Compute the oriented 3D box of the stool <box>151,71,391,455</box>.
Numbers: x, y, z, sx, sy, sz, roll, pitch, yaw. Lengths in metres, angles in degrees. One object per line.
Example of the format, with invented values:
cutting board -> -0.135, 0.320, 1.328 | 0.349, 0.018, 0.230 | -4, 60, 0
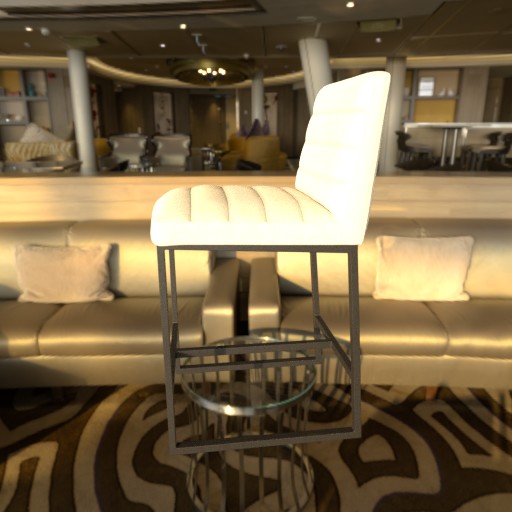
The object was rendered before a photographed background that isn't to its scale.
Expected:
stool -> 0.000, 0.000, 1.293 | 0.567, 0.971, 0.459 | -2, 16, -7
